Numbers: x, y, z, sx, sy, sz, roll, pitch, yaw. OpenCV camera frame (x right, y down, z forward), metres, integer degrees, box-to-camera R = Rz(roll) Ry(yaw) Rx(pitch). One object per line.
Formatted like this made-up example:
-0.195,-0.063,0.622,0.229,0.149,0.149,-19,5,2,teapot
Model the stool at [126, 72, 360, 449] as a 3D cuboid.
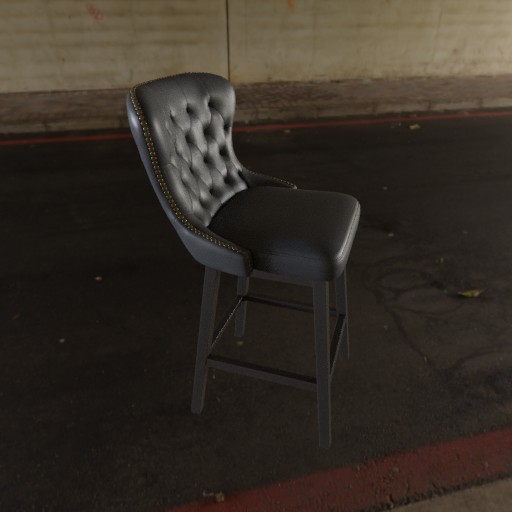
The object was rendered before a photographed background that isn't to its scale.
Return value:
0.000,0.000,1.322,0.593,0.971,0.528,9,30,16,stool
